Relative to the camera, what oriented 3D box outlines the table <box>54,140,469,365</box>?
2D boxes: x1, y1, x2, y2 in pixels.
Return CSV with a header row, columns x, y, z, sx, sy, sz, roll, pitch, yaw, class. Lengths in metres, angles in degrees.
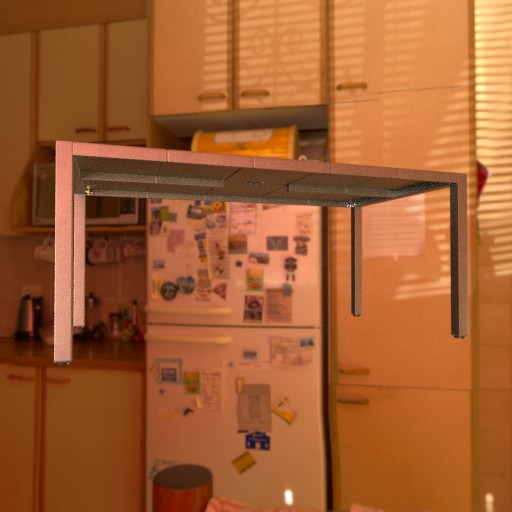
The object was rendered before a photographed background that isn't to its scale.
x,y,z,sx,sy,sz,roll,pitch,yaw,class
0.000,0.000,2.135,1.680,0.735,0.914,0,-1,-19,table
